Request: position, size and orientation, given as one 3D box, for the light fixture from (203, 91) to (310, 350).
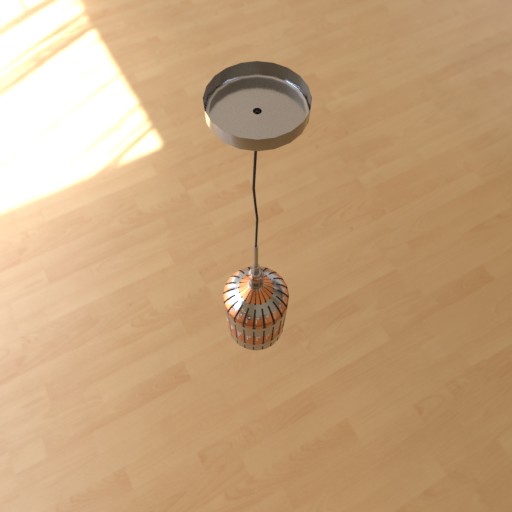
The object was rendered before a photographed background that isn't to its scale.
[{"bbox_3d":[0.000,0.000,1.688,0.303,1.535,0.303,0,62,0],"label":"light fixture"}]
